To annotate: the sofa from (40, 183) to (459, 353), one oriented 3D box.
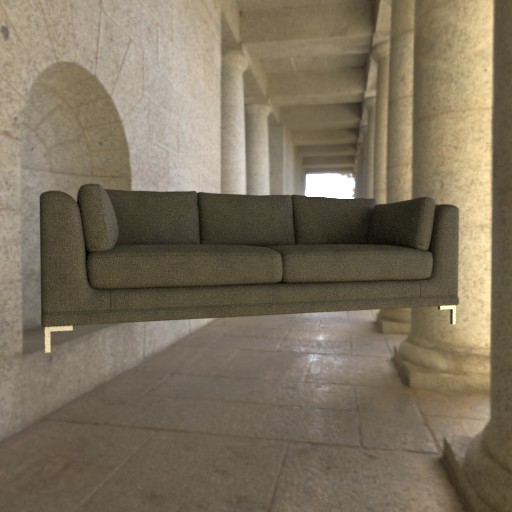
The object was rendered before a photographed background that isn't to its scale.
[{"bbox_3d":[0.000,0.000,2.869,2.415,0.867,0.969,0,2,-18],"label":"sofa"}]
